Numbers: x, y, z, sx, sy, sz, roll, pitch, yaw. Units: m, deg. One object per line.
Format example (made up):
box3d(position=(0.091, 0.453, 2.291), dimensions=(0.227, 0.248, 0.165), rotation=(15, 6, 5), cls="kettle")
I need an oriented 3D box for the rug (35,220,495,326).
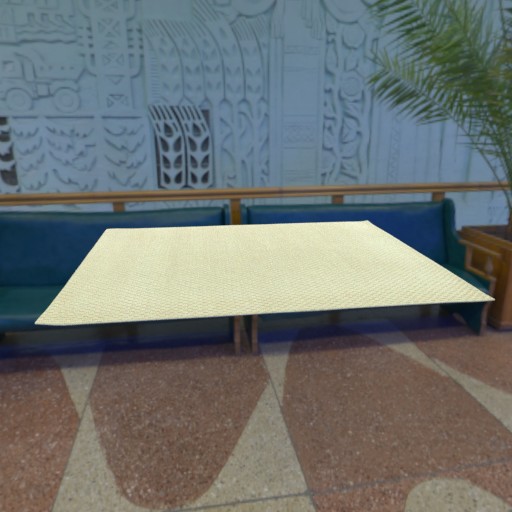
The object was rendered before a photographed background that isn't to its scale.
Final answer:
box3d(position=(0.000, 0.000, 3.816), dimensions=(2.897, 0.035, 2.277), rotation=(-2, 18, -7), cls="rug")
